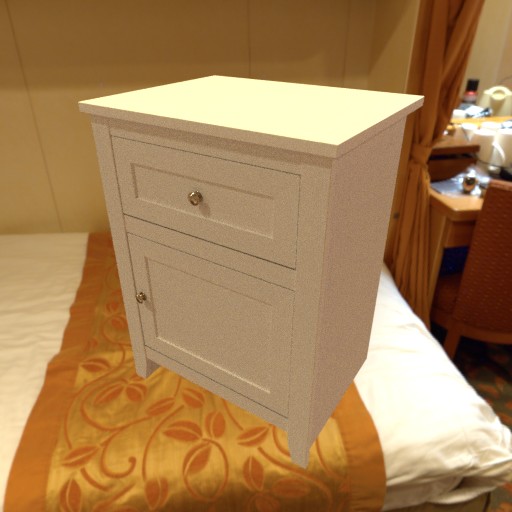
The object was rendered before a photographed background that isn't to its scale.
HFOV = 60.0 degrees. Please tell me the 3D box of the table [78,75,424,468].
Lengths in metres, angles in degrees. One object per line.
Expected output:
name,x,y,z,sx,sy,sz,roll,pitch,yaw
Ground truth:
table,0.000,0.000,0.936,0.480,0.635,0.381,18,34,28
